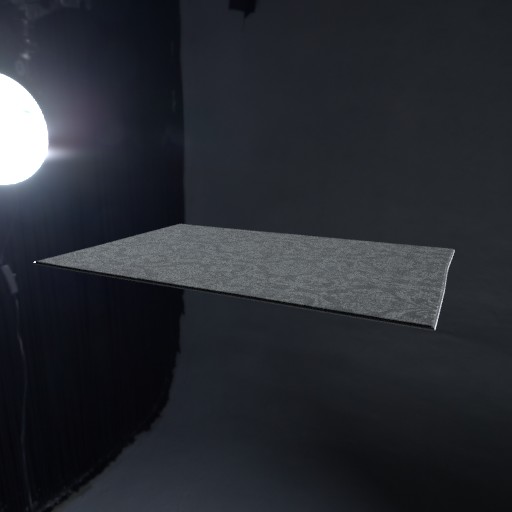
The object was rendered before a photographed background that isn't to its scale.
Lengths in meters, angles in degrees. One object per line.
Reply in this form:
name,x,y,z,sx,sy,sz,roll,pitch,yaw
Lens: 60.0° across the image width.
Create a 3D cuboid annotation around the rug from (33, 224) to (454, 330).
rug,0.000,0.000,3.439,2.746,0.018,1.819,7,15,25
